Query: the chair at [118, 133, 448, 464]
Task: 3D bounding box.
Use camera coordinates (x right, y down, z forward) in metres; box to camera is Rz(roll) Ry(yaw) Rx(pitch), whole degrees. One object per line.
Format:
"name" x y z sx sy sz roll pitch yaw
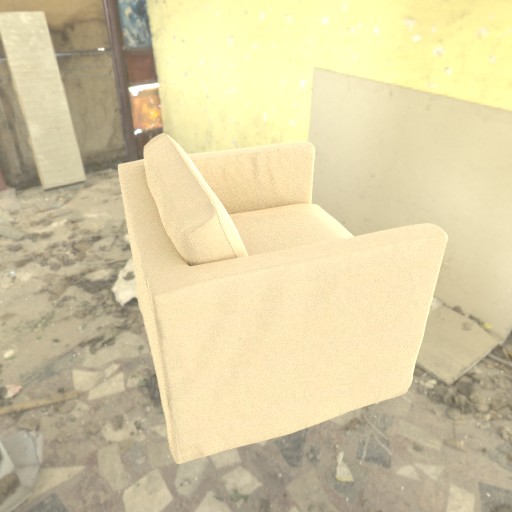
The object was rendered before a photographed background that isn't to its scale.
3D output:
"chair" 0.000 0.000 1.790 0.947 0.851 1.057 -11 33 -17
